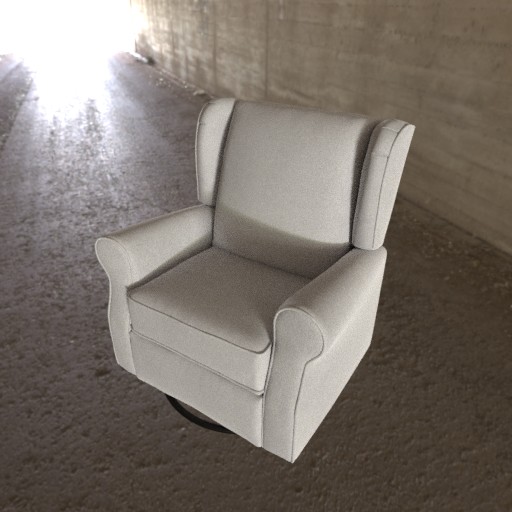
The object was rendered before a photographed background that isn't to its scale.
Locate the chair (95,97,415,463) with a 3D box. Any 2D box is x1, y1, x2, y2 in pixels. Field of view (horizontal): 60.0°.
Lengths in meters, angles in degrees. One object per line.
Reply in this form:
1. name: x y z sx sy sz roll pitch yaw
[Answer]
1. chair: 0.000 0.000 1.647 0.906 0.967 0.854 18 35 28
